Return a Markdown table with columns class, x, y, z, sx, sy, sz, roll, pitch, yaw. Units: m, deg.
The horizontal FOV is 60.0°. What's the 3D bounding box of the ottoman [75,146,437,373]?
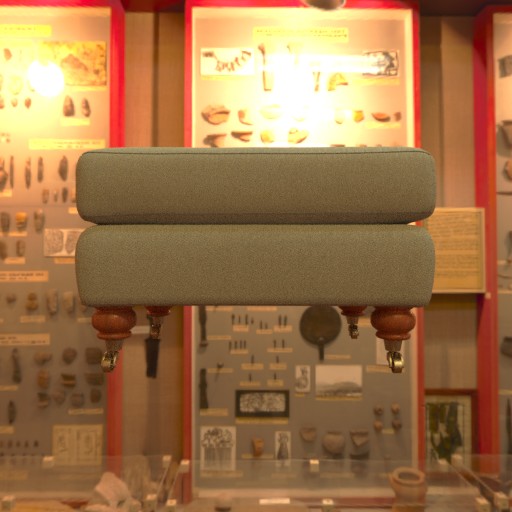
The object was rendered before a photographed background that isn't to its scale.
| class | x | y | z | sx | sy | sz | roll | pitch | yaw |
| --- | --- | --- | --- | --- | --- | --- | --- | --- | --- |
| ottoman | 0.000 | 0.000 | 1.180 | 0.773 | 0.499 | 0.569 | 0 | -1 | 1 |
